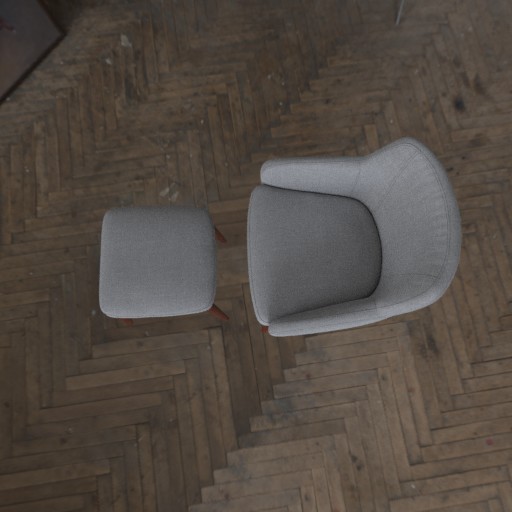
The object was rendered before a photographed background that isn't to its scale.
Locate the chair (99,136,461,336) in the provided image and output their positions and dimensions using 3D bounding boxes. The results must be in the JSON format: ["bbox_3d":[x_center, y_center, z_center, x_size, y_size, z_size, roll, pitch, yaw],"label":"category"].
[{"bbox_3d":[0.000,0.000,1.565,1.107,0.799,0.584,-3,76,-1],"label":"chair"}]
